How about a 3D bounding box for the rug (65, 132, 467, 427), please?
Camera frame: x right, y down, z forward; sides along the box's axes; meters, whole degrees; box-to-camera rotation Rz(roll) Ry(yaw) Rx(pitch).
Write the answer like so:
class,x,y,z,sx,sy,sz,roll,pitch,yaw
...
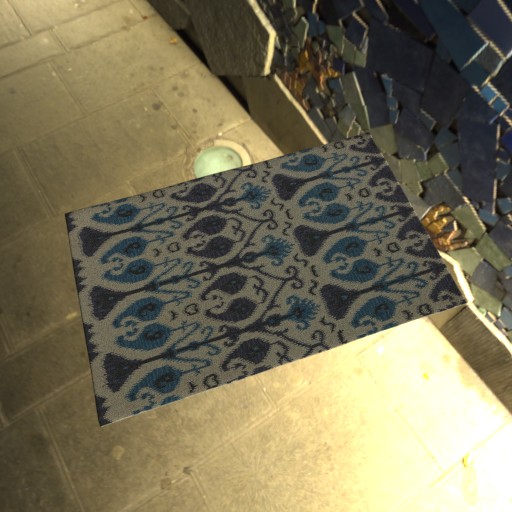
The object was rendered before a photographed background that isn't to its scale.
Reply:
class,x,y,z,sx,sy,sz,roll,pitch,yaw
rug,0.000,0.000,2.143,1.698,0.013,1.072,-17,65,-8
